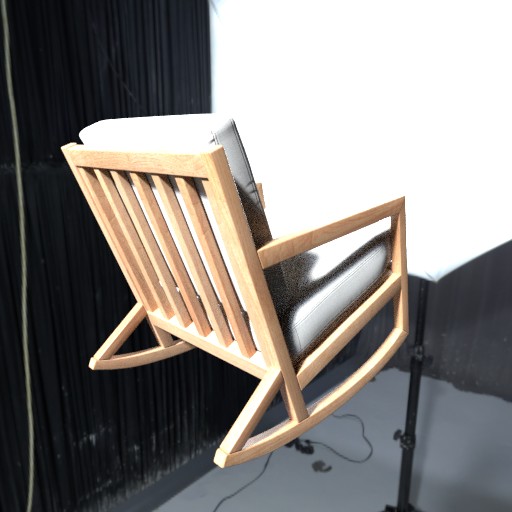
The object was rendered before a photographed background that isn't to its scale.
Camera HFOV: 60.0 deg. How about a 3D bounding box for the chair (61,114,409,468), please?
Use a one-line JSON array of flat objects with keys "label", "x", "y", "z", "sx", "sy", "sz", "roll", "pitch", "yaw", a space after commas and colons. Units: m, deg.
[{"label": "chair", "x": 0.000, "y": 0.000, "z": 1.353, "sx": 0.622, "sy": 0.790, "sz": 0.857, "roll": 14, "pitch": 20, "yaw": 43}]
